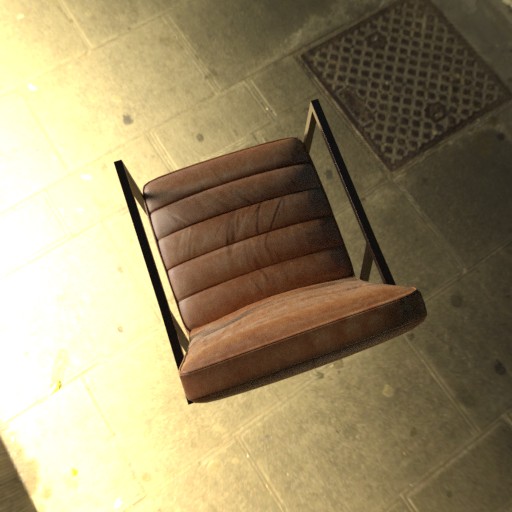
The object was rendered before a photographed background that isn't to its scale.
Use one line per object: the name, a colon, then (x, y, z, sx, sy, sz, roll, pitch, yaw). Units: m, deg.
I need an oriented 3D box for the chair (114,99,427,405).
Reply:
chair: (0.000, 0.000, 1.285, 0.571, 0.832, 0.677, -18, 76, -5)
